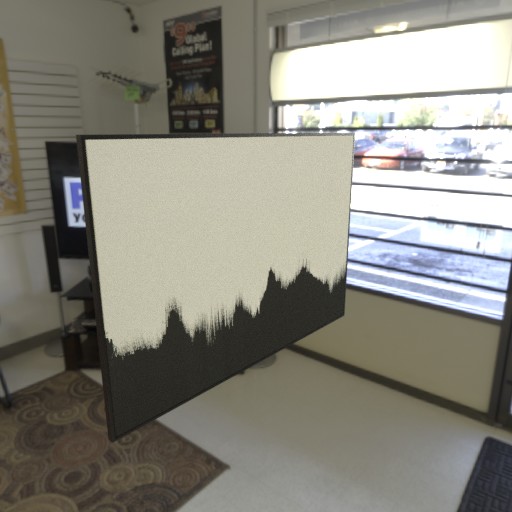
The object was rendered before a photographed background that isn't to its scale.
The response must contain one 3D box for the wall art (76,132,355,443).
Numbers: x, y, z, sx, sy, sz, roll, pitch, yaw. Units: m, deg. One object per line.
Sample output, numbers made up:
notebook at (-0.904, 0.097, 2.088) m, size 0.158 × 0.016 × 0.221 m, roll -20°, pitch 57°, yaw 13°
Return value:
wall art at (0.000, 0.000, 1.239) m, size 0.019 × 0.660 × 0.957 m, roll 14°, pitch 21°, yaw 41°
